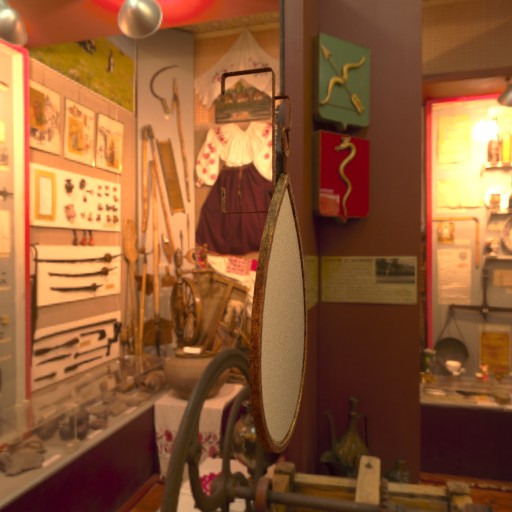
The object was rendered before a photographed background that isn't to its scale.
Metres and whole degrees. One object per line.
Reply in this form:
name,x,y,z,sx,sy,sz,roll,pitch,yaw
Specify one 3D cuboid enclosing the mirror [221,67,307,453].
mirror,0.000,0.000,0.894,0.144,0.744,0.405,0,0,17
